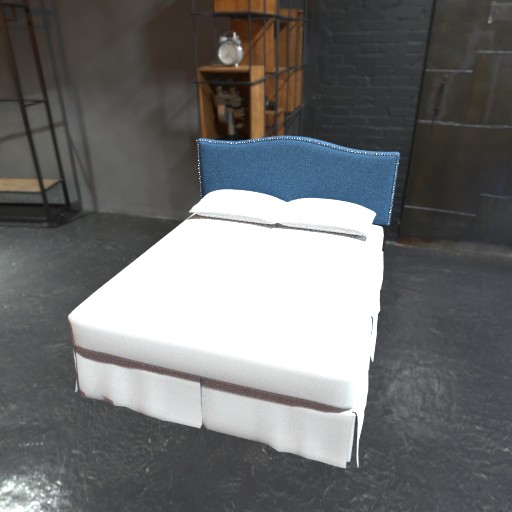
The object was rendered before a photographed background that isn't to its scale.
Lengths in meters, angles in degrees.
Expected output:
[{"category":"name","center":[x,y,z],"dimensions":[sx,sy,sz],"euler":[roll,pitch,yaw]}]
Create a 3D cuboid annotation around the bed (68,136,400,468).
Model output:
[{"category":"bed","center":[0.000,0.000,2.840],"dimensions":[1.610,1.169,1.872],"euler":[8,28,16]}]
